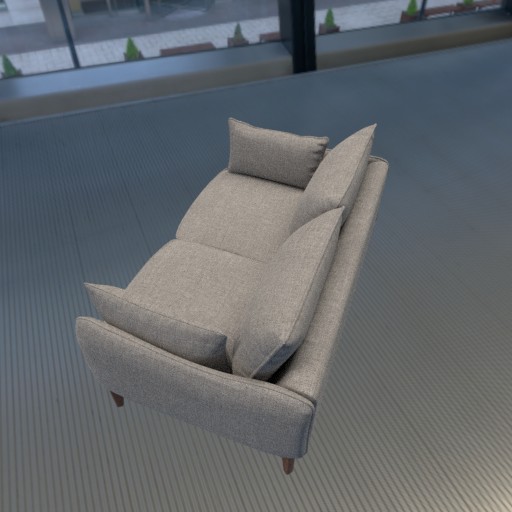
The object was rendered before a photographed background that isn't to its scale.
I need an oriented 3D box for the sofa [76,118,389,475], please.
[{"bbox_3d":[0.000,0.000,2.127,0.972,0.851,1.580,15,47,15],"label":"sofa"}]
